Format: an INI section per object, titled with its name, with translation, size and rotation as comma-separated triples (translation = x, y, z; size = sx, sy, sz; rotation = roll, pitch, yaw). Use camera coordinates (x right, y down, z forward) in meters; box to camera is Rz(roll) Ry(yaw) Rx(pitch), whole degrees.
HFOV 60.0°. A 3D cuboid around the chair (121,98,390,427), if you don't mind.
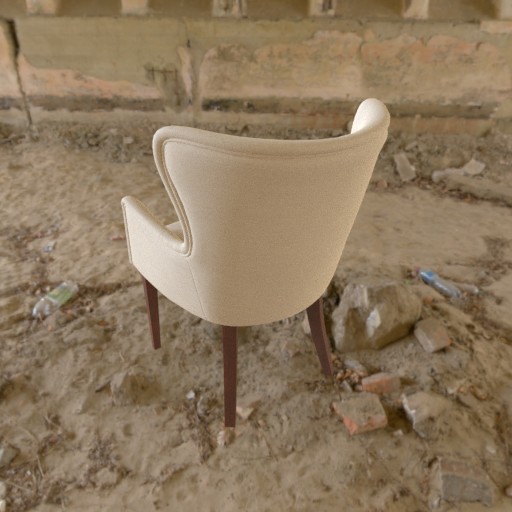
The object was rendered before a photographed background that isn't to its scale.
[chair]
translation = 0.000, 0.000, 1.481
size = 0.696, 0.990, 0.744
rotation = -18, 34, -29
